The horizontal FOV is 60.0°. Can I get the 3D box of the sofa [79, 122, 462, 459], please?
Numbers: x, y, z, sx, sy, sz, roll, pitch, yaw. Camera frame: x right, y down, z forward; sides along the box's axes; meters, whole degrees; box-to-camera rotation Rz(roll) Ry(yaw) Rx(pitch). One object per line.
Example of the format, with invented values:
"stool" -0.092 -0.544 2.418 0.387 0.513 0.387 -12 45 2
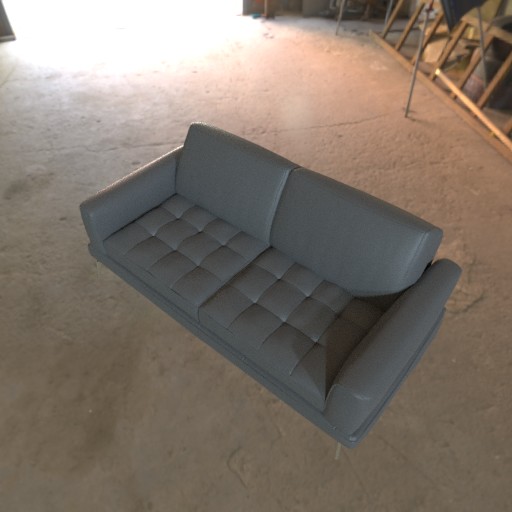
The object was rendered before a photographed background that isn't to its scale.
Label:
"sofa" 0.000 0.000 2.739 2.177 0.930 1.121 31 53 27
